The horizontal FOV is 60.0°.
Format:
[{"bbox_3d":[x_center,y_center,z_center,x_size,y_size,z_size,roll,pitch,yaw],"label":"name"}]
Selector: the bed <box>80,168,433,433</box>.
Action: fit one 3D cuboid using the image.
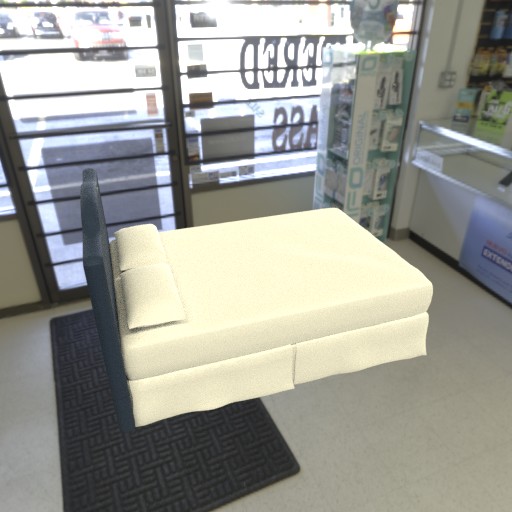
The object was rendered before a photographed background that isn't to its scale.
[{"bbox_3d":[0.000,0.000,3.686,2.507,1.441,1.741,-10,31,-16],"label":"bed"}]
